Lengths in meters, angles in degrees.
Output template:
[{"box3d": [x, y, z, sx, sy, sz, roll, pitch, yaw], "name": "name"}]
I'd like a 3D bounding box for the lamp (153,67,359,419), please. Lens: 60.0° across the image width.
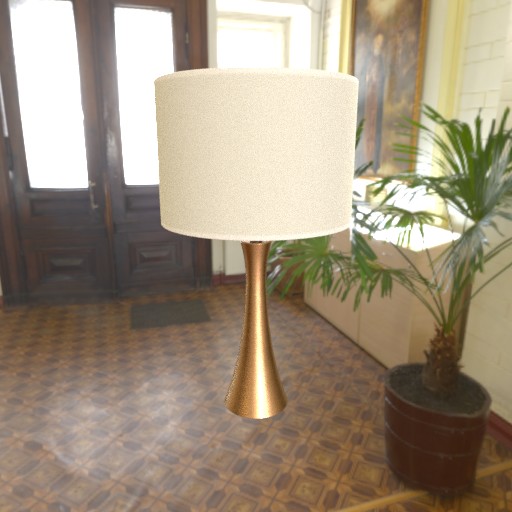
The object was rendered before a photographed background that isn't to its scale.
[{"box3d": [0.000, 0.000, 0.653, 0.268, 0.479, 0.268, 7, 16, 25], "name": "lamp"}]
